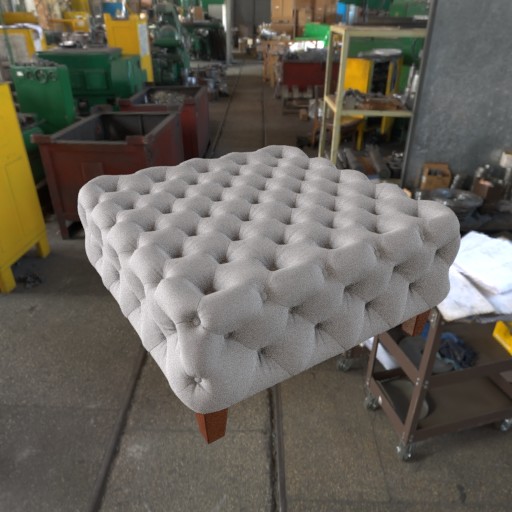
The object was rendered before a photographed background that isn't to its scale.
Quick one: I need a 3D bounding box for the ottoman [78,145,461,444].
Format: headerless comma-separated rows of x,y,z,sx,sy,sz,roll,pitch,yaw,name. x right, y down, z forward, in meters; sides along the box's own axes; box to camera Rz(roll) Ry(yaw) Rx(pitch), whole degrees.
0.000,0.000,1.205,0.758,0.365,0.764,-18,34,-28,ottoman
